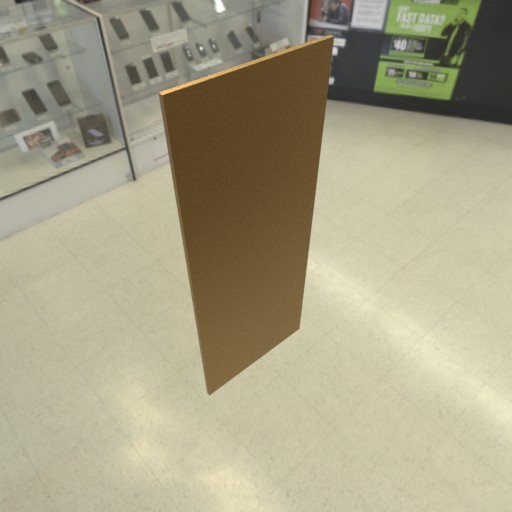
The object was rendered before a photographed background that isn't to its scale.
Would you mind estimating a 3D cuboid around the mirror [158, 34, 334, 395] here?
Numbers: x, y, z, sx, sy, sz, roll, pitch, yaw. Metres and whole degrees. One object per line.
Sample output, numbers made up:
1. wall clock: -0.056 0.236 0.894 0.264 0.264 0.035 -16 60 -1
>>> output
1. mirror: 0.000 0.000 2.347 0.812 2.031 0.025 -31 53 -27
